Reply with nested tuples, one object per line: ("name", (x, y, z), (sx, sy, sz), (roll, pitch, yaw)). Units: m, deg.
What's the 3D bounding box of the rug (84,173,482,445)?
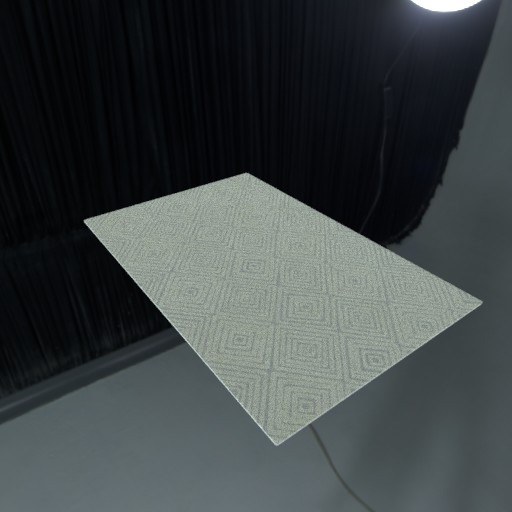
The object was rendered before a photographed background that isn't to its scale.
("rug", (0.000, 0.000, 2.219), (1.143, 0.008, 1.753), (-22, 40, -30))
